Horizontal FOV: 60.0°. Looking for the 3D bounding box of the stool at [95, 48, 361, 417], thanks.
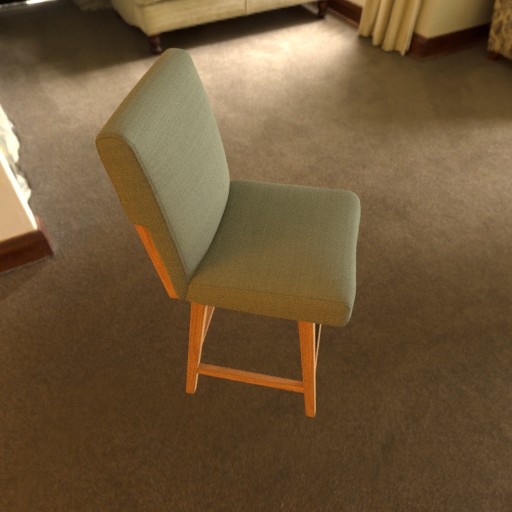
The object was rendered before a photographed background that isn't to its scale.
[{"bbox_3d":[0.000,0.000,1.310,0.570,1.019,0.459,8,48,8],"label":"stool"}]
